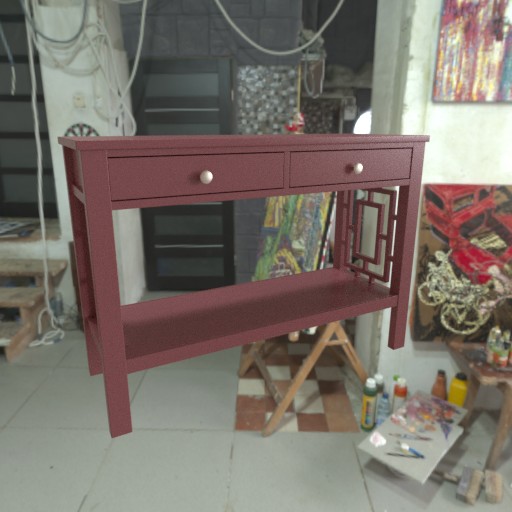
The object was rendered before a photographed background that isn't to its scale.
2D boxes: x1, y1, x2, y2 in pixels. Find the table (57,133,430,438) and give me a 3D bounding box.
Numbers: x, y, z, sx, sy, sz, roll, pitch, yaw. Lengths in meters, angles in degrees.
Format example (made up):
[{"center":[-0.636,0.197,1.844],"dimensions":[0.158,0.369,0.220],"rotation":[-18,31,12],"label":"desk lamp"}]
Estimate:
[{"center":[0.000,0.000,1.441],"dimensions":[1.068,0.753,0.397],"rotation":[-9,19,-27],"label":"table"}]
